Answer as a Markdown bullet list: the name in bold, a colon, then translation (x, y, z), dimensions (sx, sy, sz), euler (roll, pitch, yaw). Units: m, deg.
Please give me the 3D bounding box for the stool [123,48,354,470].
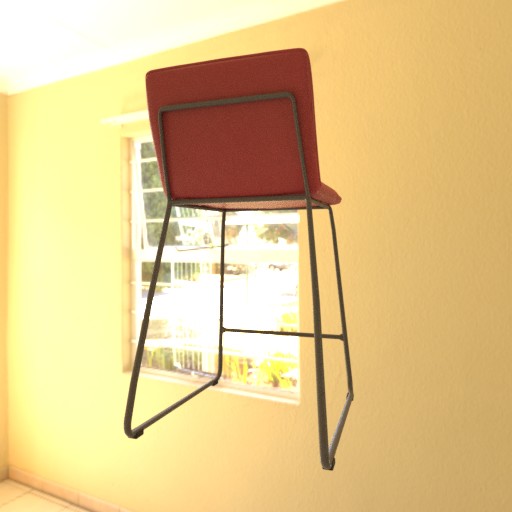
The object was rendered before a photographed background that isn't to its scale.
- **stool**: translation (0.000, 0.000, 1.191), dimensions (0.489, 0.866, 0.524), euler (0, 1, 19)
